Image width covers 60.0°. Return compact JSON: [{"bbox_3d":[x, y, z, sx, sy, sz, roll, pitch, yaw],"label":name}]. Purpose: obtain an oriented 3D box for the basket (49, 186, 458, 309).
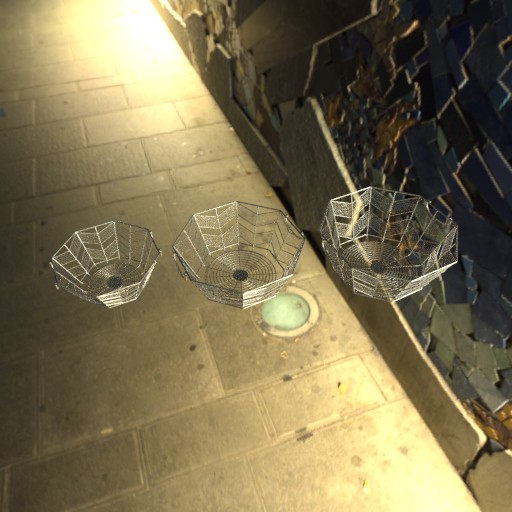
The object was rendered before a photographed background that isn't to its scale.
[{"bbox_3d":[0.000,0.000,1.394,1.246,0.178,0.432,-3,45,-3],"label":"basket"}]
